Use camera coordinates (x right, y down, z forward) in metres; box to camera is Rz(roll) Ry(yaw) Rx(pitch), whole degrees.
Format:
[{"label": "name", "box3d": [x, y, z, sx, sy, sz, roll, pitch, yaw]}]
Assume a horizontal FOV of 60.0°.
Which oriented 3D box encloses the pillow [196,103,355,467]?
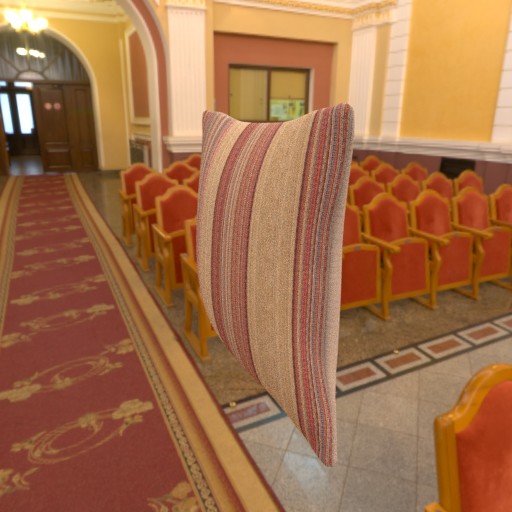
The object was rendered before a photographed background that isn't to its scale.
[{"label": "pillow", "box3d": [0.000, 0.000, 0.657, 0.136, 0.419, 0.437, -8, 19, -24]}]
